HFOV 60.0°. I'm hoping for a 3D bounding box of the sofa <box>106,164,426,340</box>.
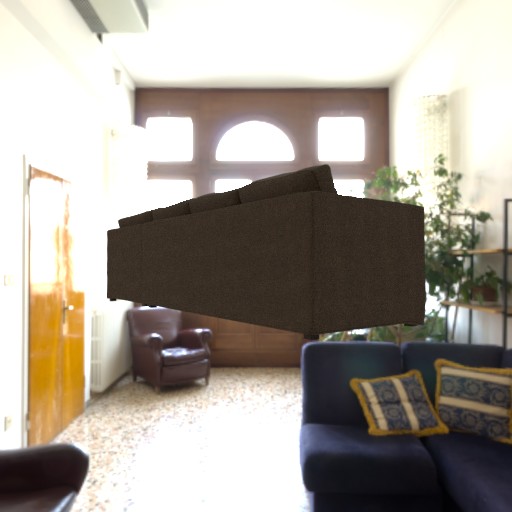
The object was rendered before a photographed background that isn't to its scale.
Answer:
[{"bbox_3d":[0.000,0.000,3.888,1.650,0.922,3.205,1,-1,-36],"label":"sofa"}]
